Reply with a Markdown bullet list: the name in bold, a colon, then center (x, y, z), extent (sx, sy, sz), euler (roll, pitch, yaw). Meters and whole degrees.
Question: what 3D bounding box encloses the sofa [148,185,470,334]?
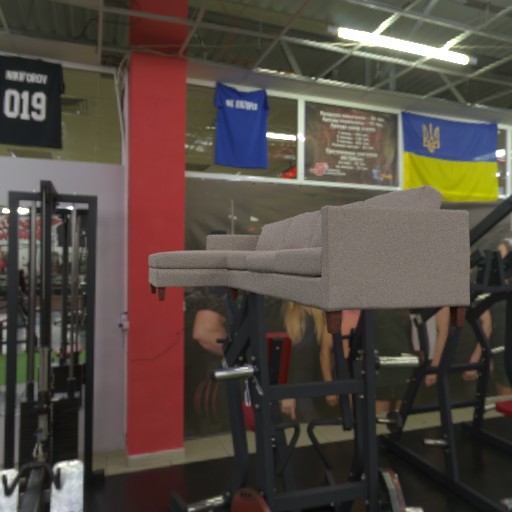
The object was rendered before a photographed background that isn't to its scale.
- **sofa**: center (0.000, 0.000, 3.854), extent (1.625, 0.846, 3.186), euler (0, 0, -18)
